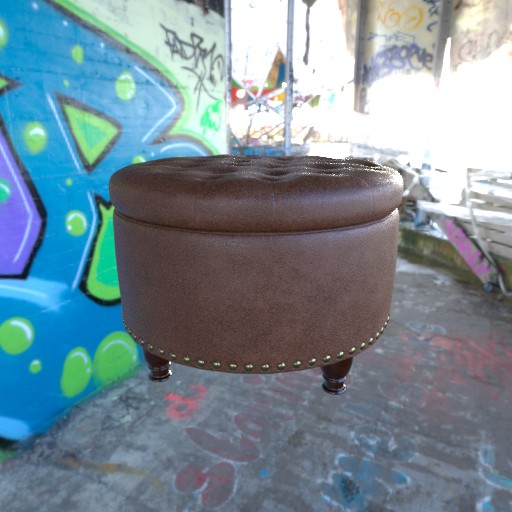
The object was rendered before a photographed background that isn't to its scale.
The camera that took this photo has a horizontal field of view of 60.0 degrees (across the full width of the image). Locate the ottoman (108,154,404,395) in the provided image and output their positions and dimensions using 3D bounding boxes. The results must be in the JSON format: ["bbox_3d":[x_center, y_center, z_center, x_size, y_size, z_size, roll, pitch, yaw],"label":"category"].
[{"bbox_3d":[0.000,0.000,1.055,0.637,0.442,0.637,0,17,0],"label":"ottoman"}]
